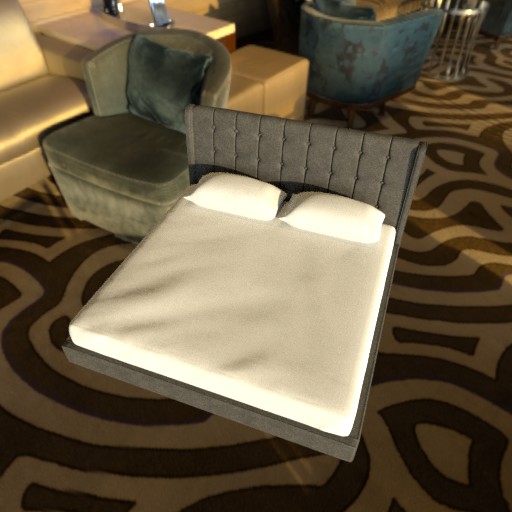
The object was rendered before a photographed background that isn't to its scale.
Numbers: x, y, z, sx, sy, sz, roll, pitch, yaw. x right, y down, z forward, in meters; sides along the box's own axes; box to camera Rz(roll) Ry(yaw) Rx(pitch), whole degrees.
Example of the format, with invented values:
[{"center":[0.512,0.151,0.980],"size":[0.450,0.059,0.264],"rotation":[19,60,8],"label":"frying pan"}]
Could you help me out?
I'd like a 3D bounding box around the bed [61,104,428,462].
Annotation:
[{"center":[0.000,0.000,2.521],"size":[1.531,0.933,1.638],"rotation":[14,44,15],"label":"bed"}]
